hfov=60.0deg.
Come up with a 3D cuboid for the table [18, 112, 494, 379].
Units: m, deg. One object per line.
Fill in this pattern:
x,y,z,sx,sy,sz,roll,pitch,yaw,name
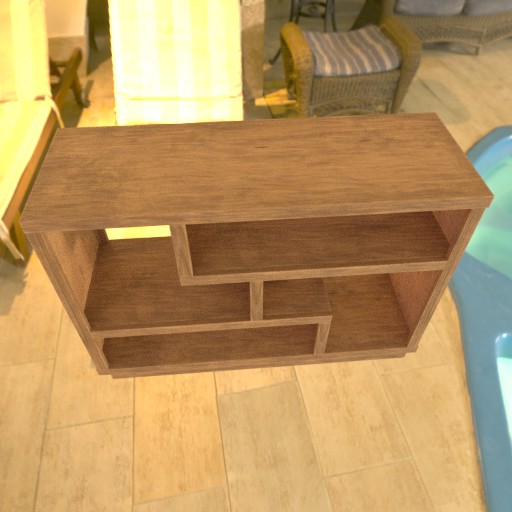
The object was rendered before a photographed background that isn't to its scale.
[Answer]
0.000,0.000,1.484,1.151,0.771,0.410,-3,47,-3,table
